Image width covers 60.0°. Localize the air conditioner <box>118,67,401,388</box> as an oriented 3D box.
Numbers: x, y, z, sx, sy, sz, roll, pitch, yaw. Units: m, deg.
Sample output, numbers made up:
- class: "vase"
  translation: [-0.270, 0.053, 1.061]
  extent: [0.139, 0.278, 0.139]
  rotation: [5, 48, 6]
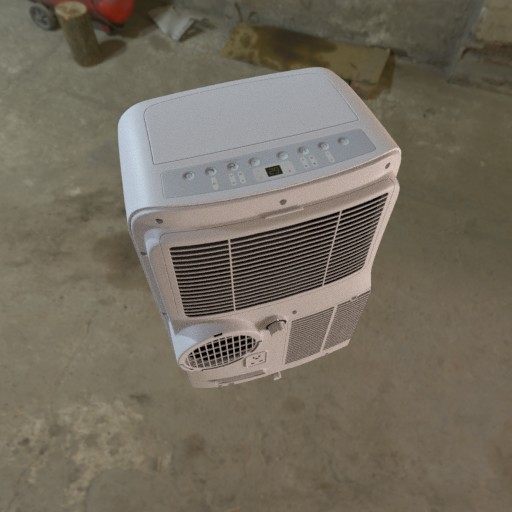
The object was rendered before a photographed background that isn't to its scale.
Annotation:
- class: "air conditioner"
  translation: [0.000, 0.000, 0.942]
  extent: [0.454, 0.700, 0.365]
  rotation: [-15, 59, -9]
